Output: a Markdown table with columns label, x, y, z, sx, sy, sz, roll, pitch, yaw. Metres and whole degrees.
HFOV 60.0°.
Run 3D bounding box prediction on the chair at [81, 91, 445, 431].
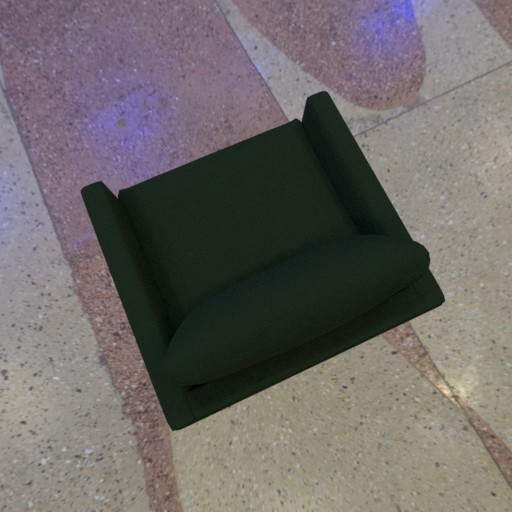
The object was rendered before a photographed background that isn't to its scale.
| label | x | y | z | sx | sy | sz | roll | pitch | yaw |
| --- | --- | --- | --- | --- | --- | --- | --- | --- | --- |
| chair | 0.000 | 0.000 | 1.622 | 0.963 | 0.861 | 0.866 | -24 | 76 | -6 |
